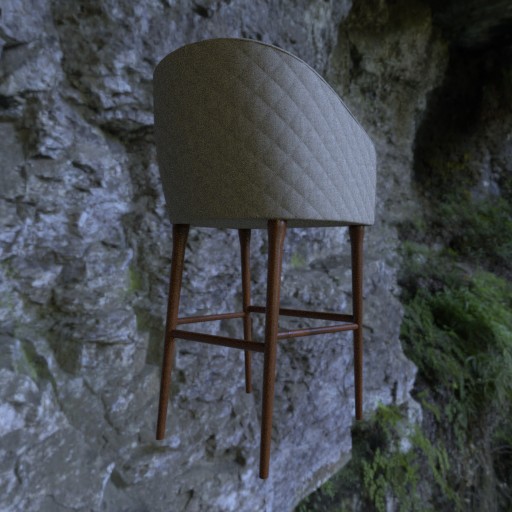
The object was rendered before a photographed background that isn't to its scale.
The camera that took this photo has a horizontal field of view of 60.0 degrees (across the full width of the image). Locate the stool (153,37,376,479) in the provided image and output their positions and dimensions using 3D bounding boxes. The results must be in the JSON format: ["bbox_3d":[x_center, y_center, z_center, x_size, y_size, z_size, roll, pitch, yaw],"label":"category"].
[{"bbox_3d":[0.000,0.000,1.370,0.559,1.078,0.607,1,1,36],"label":"stool"}]
